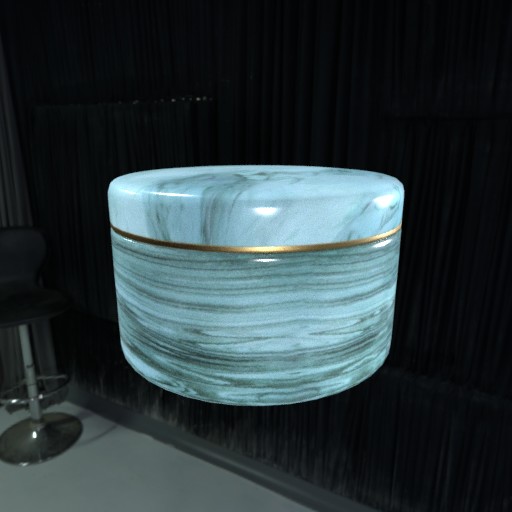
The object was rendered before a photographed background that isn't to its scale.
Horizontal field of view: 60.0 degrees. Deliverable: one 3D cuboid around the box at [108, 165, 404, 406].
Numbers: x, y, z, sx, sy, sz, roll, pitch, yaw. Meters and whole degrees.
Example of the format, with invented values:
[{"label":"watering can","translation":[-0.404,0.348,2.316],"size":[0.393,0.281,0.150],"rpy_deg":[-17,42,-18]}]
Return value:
[{"label":"box","translation":[0.000,0.000,0.166],"size":[0.101,0.063,0.101],"rpy_deg":[0,16,0]}]
